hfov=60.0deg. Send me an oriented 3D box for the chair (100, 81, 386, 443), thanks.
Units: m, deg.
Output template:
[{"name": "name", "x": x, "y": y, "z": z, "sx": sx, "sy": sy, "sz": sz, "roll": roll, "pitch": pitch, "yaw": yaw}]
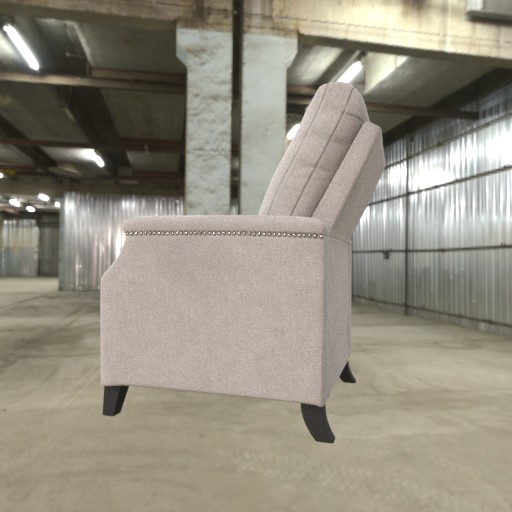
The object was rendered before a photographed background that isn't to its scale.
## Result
[{"name": "chair", "x": 0.000, "y": 0.000, "z": 1.654, "sx": 0.922, "sy": 1.049, "sz": 0.710, "roll": 0, "pitch": -1, "yaw": 18}]
